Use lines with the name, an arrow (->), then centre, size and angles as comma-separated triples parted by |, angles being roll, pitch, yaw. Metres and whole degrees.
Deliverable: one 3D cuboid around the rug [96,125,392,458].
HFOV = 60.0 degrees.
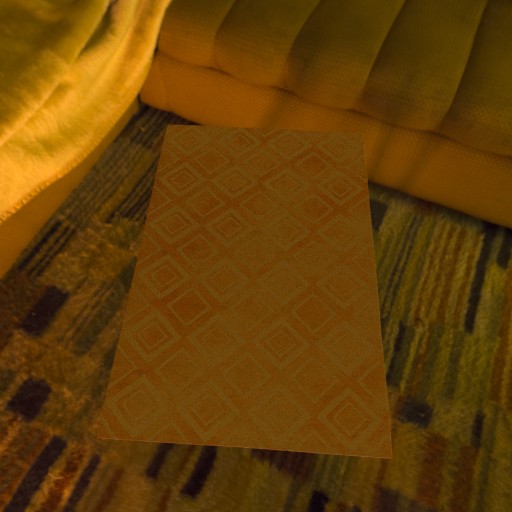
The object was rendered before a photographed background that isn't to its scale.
rug -> 0.000, 0.000, 2.271 | 1.213, 0.010, 1.829 | 3, 59, 2
